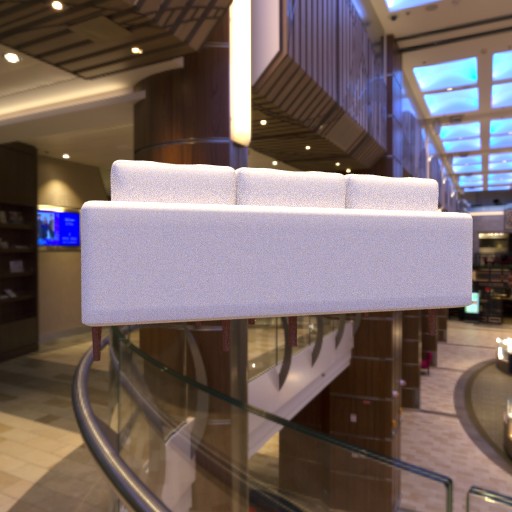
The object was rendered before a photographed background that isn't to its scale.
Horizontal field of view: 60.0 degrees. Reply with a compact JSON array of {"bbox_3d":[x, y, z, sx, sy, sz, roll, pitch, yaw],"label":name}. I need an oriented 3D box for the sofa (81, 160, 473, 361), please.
[{"bbox_3d":[0.000,0.000,2.863,2.029,0.899,1.580,0,1,-19],"label":"sofa"}]
